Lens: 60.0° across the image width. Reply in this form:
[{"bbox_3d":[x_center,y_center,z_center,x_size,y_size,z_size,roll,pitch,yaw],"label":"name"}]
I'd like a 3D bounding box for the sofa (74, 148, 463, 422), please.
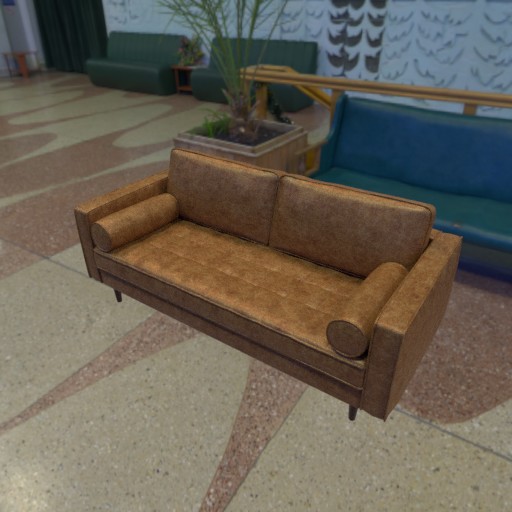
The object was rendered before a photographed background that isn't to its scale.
[{"bbox_3d":[0.000,0.000,2.440,1.920,0.825,0.924,19,36,29],"label":"sofa"}]
